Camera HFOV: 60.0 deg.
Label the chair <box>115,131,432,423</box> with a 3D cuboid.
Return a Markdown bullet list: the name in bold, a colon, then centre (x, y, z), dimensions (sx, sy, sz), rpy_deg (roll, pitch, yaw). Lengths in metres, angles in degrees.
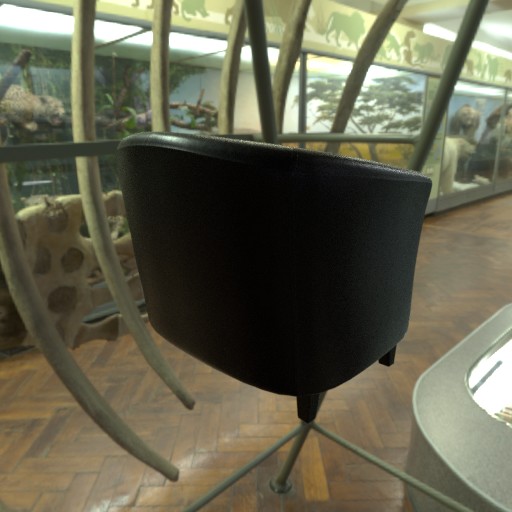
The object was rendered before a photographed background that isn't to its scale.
- **chair**: centre (0.000, 0.000, 1.392), dimensions (0.727, 0.756, 0.793), rpy_deg (-15, 22, -42)
